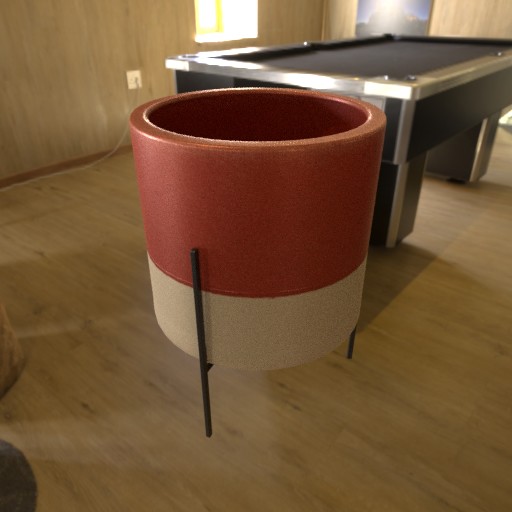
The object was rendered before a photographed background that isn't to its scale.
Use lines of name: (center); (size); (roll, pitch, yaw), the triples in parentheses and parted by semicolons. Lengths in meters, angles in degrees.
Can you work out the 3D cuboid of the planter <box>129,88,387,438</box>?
planter: (0.000, 0.000, 0.723); (0.345, 0.465, 0.354); (-19, 36, -29)
